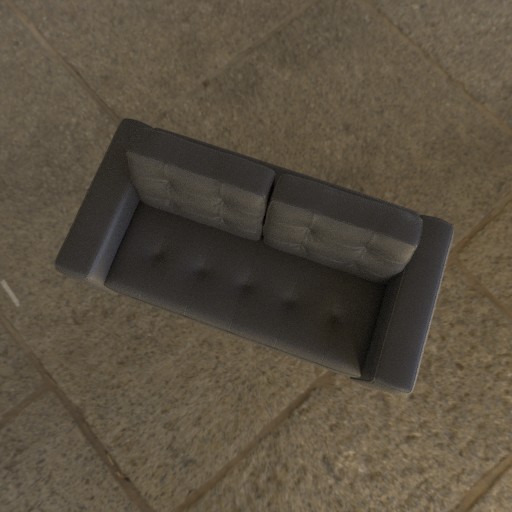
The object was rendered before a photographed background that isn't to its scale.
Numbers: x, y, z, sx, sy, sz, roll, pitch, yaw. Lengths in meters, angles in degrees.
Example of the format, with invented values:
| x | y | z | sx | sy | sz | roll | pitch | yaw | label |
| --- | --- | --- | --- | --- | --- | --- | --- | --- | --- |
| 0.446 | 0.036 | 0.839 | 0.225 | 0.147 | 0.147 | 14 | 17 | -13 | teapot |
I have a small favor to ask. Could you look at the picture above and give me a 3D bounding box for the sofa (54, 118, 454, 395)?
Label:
| x | y | z | sx | sy | sz | roll | pitch | yaw | label |
| --- | --- | --- | --- | --- | --- | --- | --- | --- | --- |
| 0.000 | 0.000 | 2.223 | 1.726 | 0.892 | 0.833 | 19 | 77 | 4 | sofa |
